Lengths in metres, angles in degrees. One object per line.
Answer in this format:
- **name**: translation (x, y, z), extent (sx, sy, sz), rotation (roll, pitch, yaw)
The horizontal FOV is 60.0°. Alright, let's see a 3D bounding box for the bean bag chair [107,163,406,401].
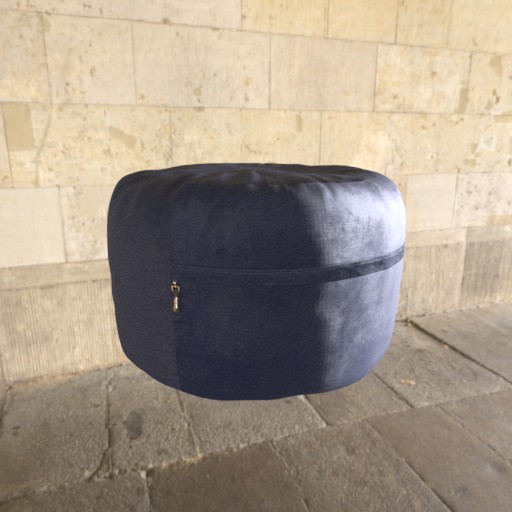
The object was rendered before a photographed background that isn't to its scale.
- **bean bag chair**: translation (0.000, 0.000, 1.923), extent (1.219, 0.762, 1.219), rotation (0, 15, 0)
